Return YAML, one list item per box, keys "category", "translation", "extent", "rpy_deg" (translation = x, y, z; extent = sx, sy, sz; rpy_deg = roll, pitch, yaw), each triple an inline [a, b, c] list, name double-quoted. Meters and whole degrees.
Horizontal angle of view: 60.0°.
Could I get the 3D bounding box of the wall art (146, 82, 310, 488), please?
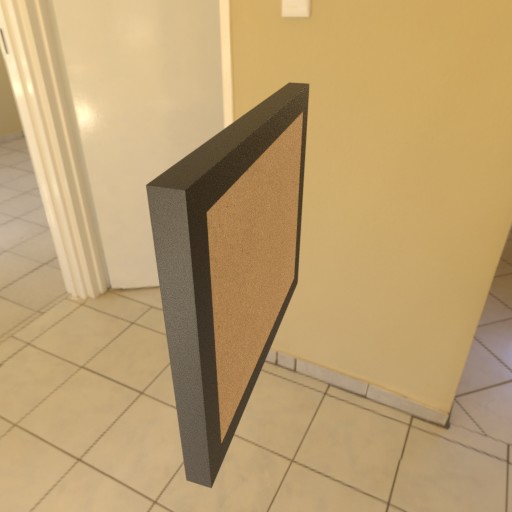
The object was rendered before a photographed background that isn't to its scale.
- category: "wall art"
  translation: [0.000, 0.000, 0.521]
  extent: [0.028, 0.321, 0.381]
  rpy_deg: [9, 32, 15]
